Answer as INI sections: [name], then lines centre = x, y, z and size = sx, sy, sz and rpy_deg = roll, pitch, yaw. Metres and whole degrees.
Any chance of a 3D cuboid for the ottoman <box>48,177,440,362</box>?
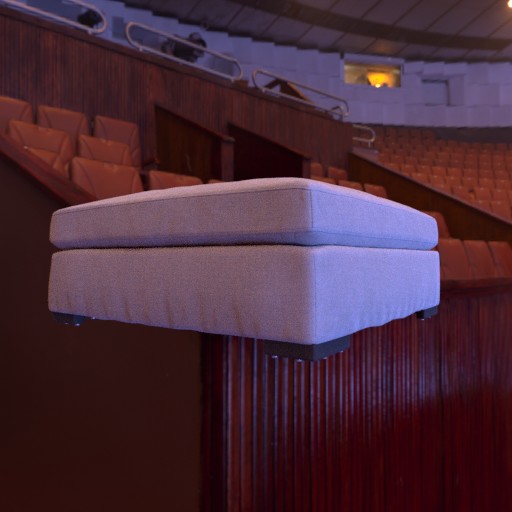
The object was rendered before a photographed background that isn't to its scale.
[ottoman]
centre = 0.000, 0.000, 1.821
size = 1.203, 0.517, 1.171
rpy_deg = 0, 0, 36
